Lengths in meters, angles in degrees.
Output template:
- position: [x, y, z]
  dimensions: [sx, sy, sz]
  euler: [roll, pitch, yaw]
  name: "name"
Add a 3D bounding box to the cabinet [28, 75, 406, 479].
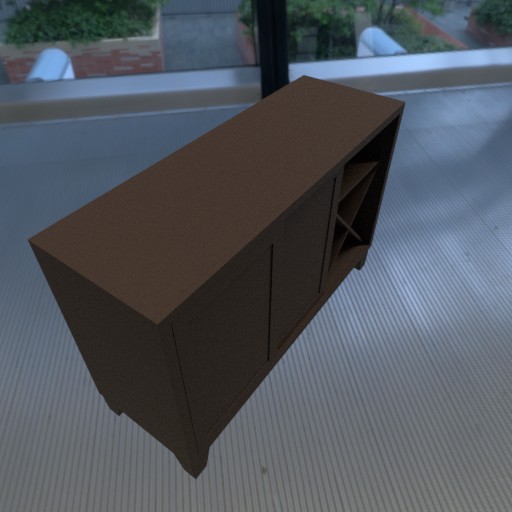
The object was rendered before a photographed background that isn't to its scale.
- position: [0.000, 0.000, 1.794]
  dimensions: [0.482, 0.914, 1.396]
  euler: [26, 49, 25]
  name: "cabinet"
